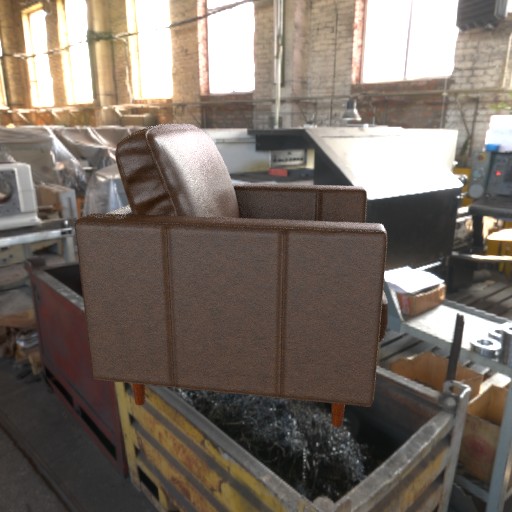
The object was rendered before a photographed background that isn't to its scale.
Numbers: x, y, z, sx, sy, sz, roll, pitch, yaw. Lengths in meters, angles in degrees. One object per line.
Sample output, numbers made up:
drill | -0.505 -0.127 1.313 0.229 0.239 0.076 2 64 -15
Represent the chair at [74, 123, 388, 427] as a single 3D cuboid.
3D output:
chair | 0.000 0.000 1.669 0.909 0.956 0.890 3 17 9
